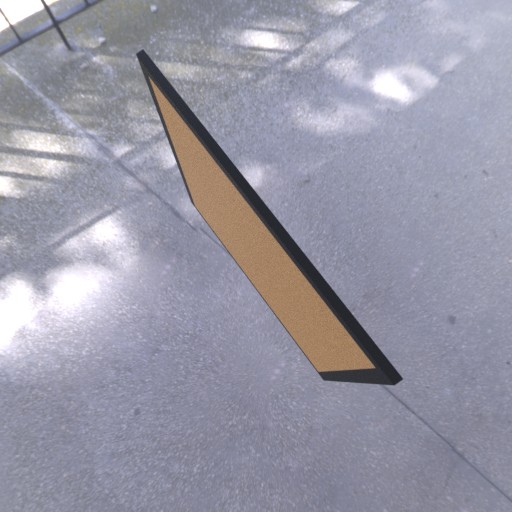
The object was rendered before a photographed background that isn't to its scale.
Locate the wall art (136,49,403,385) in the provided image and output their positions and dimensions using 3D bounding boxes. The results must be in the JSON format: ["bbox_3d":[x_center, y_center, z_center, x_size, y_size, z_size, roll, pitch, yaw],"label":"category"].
[{"bbox_3d":[0.000,0.000,0.990,0.016,0.659,0.663,-35,78,-9],"label":"wall art"}]
